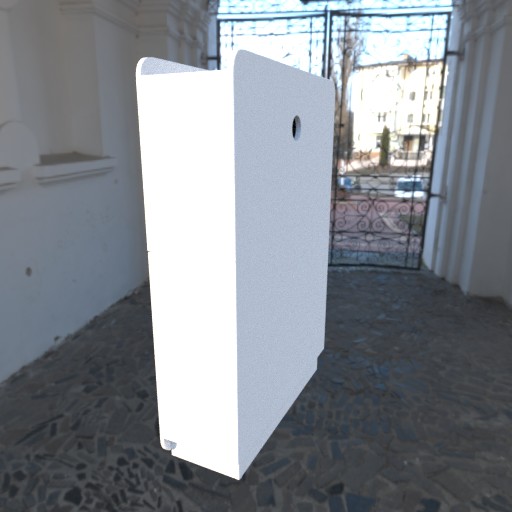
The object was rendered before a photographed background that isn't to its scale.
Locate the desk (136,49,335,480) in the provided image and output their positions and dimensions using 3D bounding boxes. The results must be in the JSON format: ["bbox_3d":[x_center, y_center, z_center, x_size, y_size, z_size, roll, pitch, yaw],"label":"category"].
[{"bbox_3d":[0.000,0.000,1.531,0.278,1.190,0.795,7,17,25],"label":"desk"}]
